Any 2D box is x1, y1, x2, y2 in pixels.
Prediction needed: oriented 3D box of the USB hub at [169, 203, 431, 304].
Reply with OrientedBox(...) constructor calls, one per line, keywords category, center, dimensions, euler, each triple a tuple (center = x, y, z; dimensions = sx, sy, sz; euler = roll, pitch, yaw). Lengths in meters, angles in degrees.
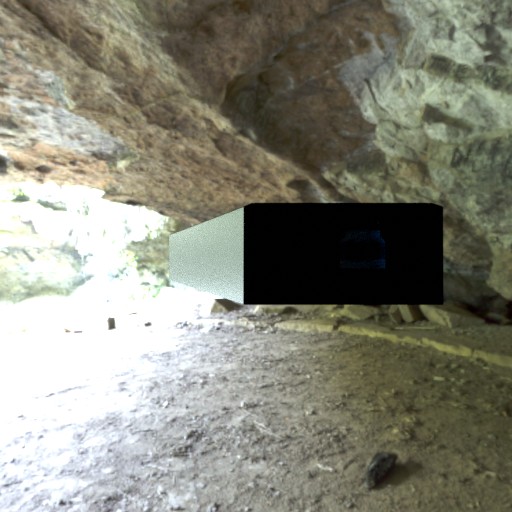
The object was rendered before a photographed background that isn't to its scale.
OrientedBox(category="USB hub", center=(0.000, 0.000, 0.161), dimensions=(0.044, 0.023, 0.145), euler=(0, -1, -19))
